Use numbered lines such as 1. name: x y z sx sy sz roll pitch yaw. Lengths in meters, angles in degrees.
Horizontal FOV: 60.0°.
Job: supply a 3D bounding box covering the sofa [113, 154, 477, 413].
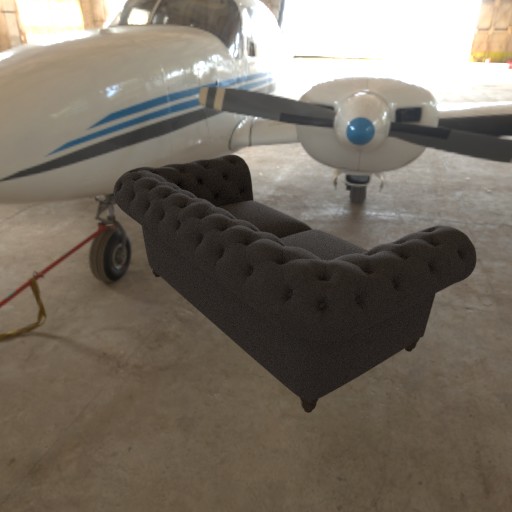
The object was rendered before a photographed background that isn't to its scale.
1. sofa: 0.000 0.000 2.510 0.986 0.764 1.998 -18 31 -32
